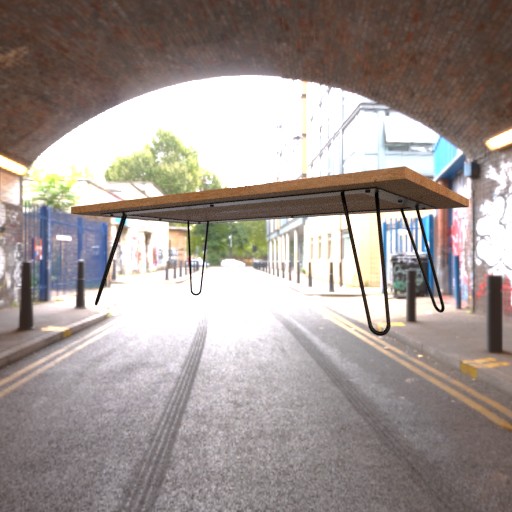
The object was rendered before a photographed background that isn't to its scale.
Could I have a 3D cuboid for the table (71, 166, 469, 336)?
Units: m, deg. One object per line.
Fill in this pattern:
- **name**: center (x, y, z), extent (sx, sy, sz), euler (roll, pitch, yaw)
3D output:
- **table**: center (0.000, 0.000, 1.677), extent (1.348, 0.400, 0.699), euler (0, 0, 36)
